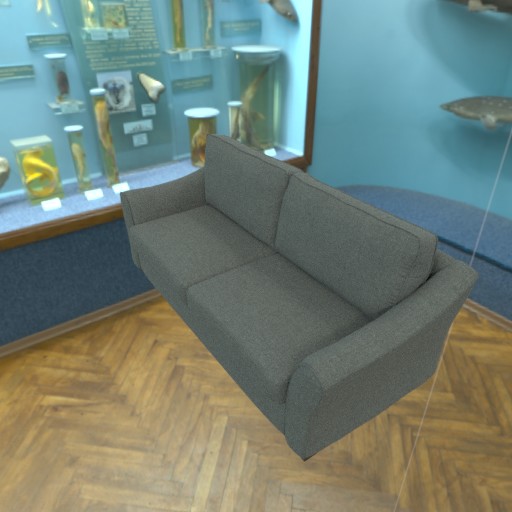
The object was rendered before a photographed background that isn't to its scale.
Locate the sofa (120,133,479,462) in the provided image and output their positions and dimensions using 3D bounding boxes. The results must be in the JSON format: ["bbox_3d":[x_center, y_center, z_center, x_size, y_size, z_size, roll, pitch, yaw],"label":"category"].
[{"bbox_3d":[0.000,0.000,2.718,1.013,0.976,2.203,-20,38,-29],"label":"sofa"}]
